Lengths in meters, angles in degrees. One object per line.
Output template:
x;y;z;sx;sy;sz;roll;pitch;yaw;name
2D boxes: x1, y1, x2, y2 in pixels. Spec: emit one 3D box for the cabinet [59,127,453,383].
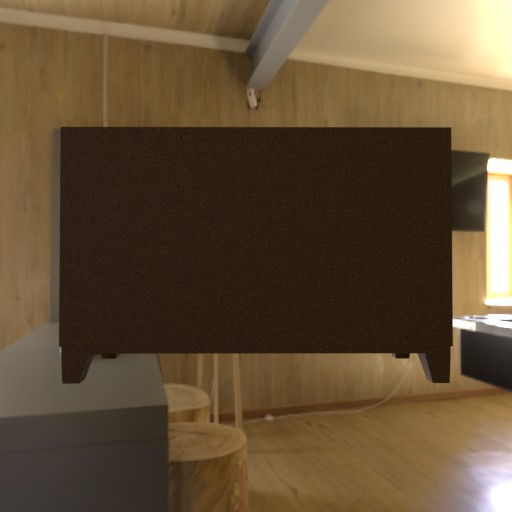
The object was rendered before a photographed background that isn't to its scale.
0.000;0.000;1.817;1.396;0.914;0.482;0;-1;0;cabinet
